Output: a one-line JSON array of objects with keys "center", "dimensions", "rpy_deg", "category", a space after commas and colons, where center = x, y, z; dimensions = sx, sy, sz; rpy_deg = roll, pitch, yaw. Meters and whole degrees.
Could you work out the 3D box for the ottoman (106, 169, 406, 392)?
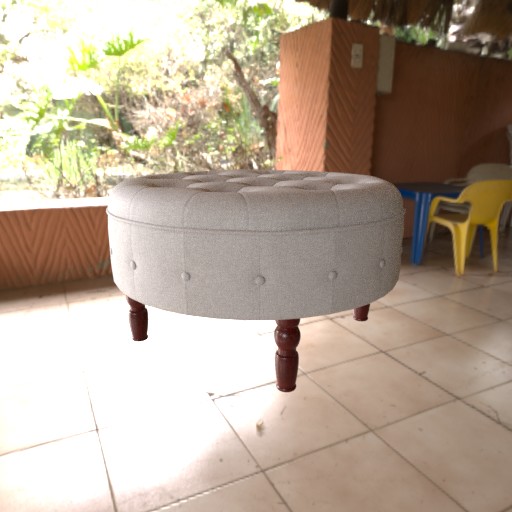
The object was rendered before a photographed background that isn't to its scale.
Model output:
[{"center": [0.000, 0.000, 1.362], "dimensions": [0.849, 0.478, 0.849], "rpy_deg": [0, 15, 0], "category": "ottoman"}]
